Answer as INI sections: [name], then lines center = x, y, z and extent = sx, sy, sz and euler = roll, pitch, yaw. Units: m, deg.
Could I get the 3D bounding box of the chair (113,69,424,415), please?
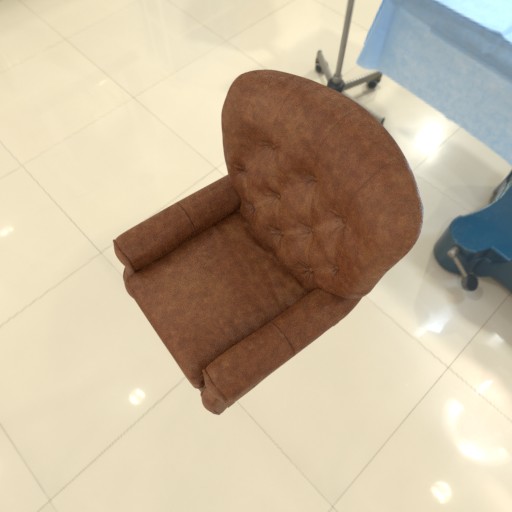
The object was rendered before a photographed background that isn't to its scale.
[chair]
center = 0.000, 0.000, 1.931
extent = 1.059, 1.164, 0.951
euler = -34, 67, -16
